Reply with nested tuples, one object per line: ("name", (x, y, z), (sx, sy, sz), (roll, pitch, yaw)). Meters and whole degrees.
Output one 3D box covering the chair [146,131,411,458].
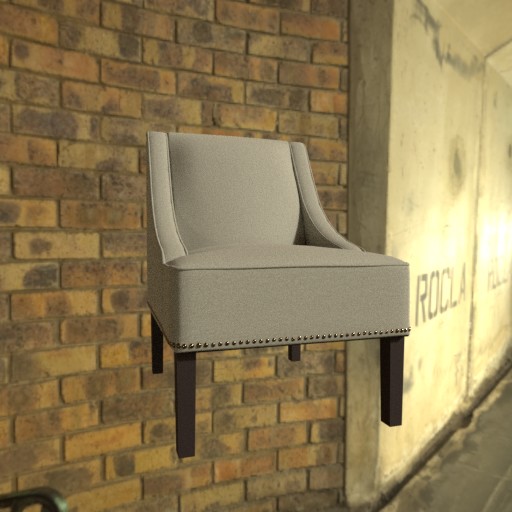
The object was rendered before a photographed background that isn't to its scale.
("chair", (0.000, 0.000, 1.352), (0.610, 0.864, 0.737), (-1, 2, -18))
